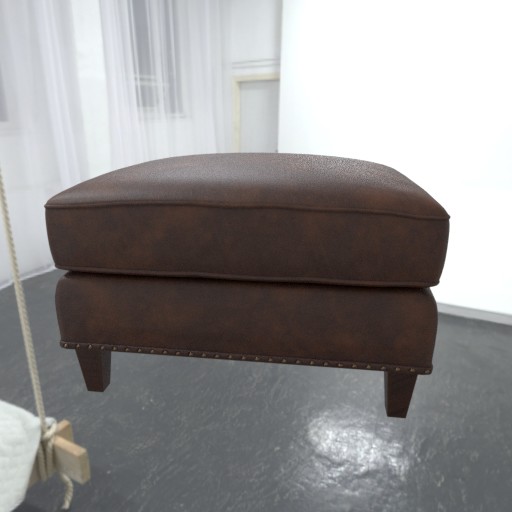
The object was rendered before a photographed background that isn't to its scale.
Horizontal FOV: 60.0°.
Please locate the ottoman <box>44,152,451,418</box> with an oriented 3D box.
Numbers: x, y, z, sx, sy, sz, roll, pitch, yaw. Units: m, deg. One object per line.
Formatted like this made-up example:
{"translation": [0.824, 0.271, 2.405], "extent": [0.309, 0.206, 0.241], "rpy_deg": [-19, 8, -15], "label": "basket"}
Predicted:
{"translation": [0.000, 0.000, 1.090], "extent": [0.742, 0.486, 0.586], "rpy_deg": [2, 18, 7], "label": "ottoman"}
